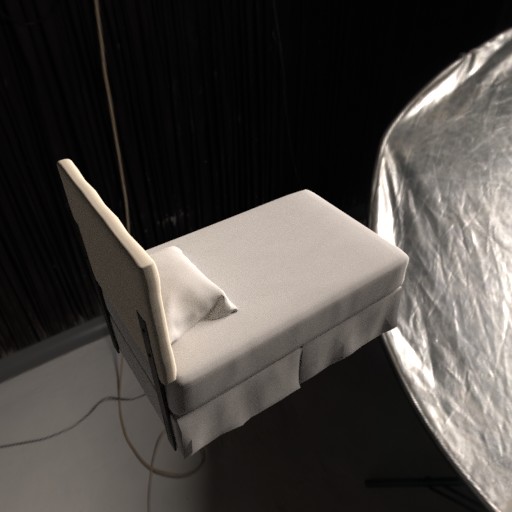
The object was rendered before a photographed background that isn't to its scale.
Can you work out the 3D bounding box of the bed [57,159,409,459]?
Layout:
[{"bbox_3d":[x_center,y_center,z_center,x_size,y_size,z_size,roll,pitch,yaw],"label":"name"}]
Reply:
[{"bbox_3d":[0.000,0.000,3.070,1.997,1.571,1.261,-24,45,-26],"label":"bed"}]
